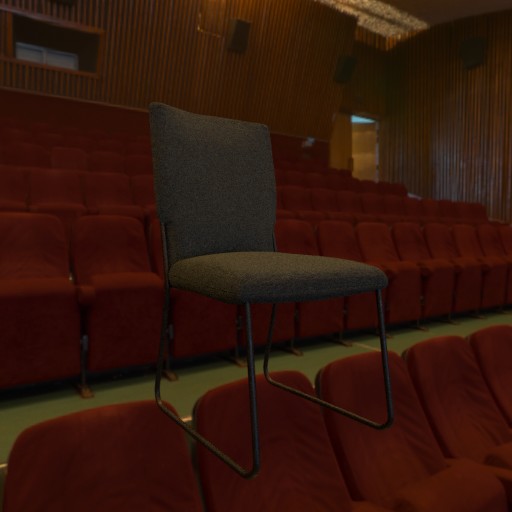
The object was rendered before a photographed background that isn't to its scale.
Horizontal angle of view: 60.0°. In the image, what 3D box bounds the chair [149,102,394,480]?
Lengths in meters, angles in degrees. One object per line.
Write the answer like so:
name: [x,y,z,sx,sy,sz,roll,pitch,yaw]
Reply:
chair: [0.000,0.000,1.276,0.480,0.931,0.635,-1,2,-35]
